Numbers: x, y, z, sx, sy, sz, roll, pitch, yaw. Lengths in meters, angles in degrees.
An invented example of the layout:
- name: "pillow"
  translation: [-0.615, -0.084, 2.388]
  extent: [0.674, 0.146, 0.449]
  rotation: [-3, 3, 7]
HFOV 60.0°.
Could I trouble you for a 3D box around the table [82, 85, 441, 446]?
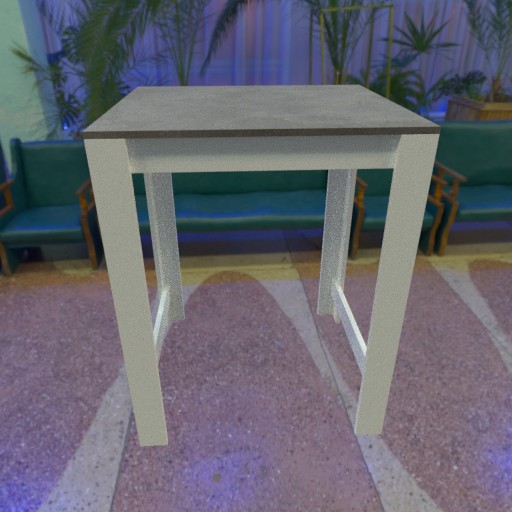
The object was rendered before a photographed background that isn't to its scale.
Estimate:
- name: "table"
  translation: [0.000, 0.000, 1.535]
  extent: [0.800, 1.020, 0.700]
  rotation: [-2, 28, -3]
